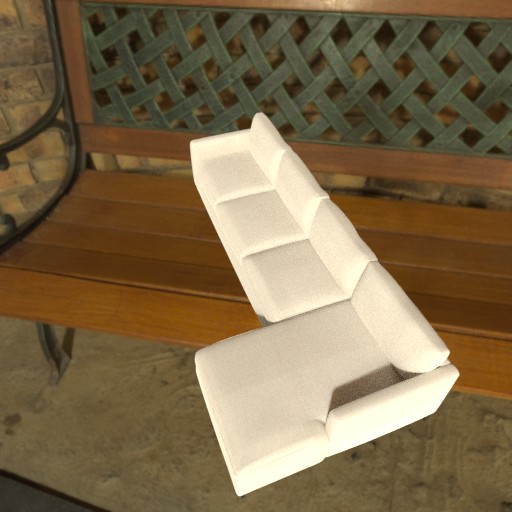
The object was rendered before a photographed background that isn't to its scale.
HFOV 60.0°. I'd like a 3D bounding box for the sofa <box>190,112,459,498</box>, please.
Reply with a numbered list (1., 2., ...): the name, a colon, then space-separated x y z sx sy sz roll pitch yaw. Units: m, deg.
1. sofa: 0.000 0.000 2.806 1.126 0.677 2.445 -15 48 -14
